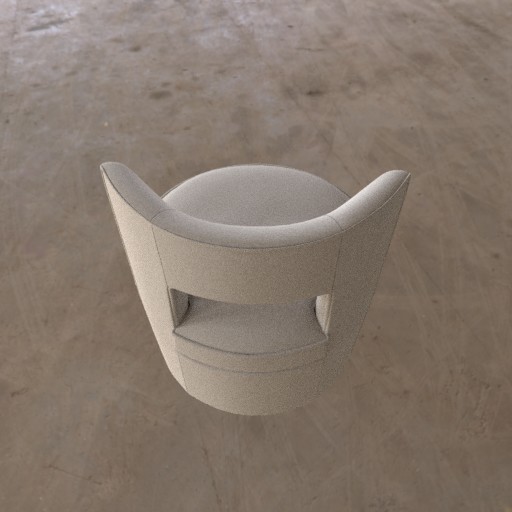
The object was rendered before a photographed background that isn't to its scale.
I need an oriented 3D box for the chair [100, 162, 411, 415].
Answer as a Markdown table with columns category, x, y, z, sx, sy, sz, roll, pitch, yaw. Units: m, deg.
| category | x | y | z | sx | sy | sz | roll | pitch | yaw |
| --- | --- | --- | --- | --- | --- | --- | --- | --- | --- |
| chair | 0.000 | 0.000 | 1.189 | 0.650 | 0.723 | 0.665 | 2 | 47 | 2 |
